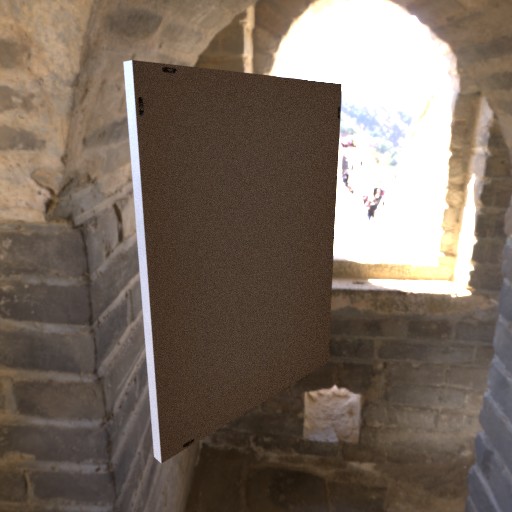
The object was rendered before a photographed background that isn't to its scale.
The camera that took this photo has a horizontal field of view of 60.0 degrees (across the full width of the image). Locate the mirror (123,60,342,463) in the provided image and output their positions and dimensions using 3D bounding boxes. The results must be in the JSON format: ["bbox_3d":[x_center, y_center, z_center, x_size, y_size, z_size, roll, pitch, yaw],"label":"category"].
[{"bbox_3d":[0.000,0.000,1.335,0.041,1.016,0.762,16,23,43],"label":"mirror"}]
